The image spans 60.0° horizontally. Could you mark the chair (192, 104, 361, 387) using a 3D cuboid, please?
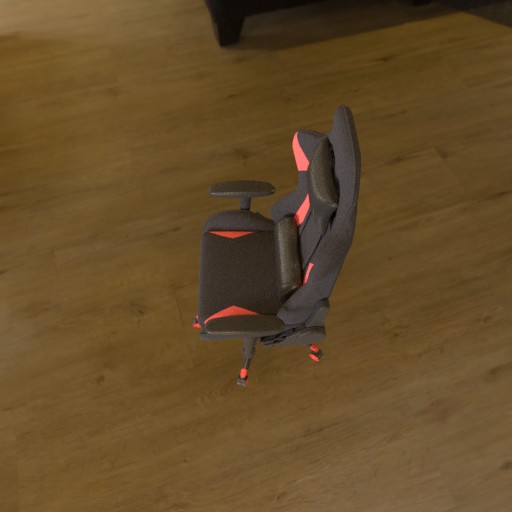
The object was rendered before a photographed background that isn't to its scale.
[{"bbox_3d":[0.000,0.000,1.756,0.658,1.326,0.695,-2,59,-1],"label":"chair"}]
